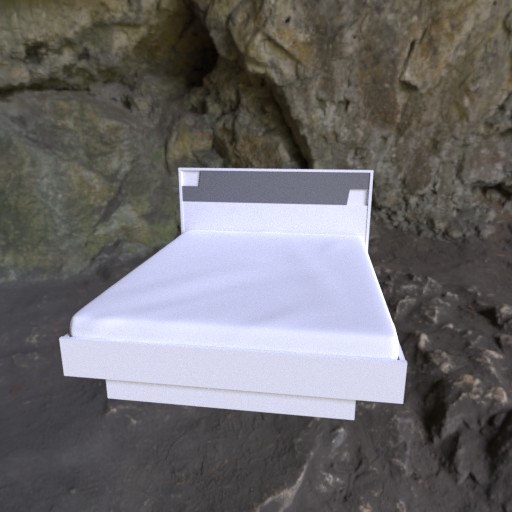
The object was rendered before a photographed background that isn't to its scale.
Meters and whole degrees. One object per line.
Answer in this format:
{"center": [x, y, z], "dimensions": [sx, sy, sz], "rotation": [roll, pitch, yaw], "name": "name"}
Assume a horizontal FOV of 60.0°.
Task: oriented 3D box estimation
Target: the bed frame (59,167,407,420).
{"center": [0.000, 0.000, 3.034], "dimensions": [1.711, 1.001, 2.100], "rotation": [2, 16, 8], "name": "bed frame"}
